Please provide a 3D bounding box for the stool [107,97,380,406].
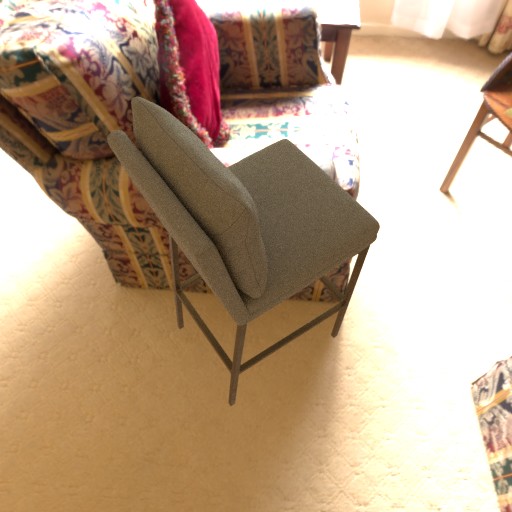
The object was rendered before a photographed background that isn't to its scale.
[{"bbox_3d":[0.000,0.000,1.436,0.569,1.132,0.463,-30,61,-19],"label":"stool"}]
